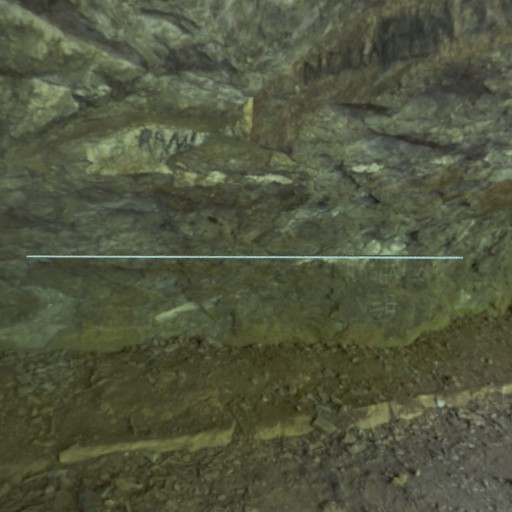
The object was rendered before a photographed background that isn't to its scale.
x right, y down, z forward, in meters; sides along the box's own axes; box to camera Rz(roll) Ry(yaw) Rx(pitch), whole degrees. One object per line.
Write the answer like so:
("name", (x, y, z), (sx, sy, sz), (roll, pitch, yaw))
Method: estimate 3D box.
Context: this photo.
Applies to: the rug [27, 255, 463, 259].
("rug", (0.000, 0.000, 2.891), (2.284, 0.008, 1.522), (0, 0, 18))
